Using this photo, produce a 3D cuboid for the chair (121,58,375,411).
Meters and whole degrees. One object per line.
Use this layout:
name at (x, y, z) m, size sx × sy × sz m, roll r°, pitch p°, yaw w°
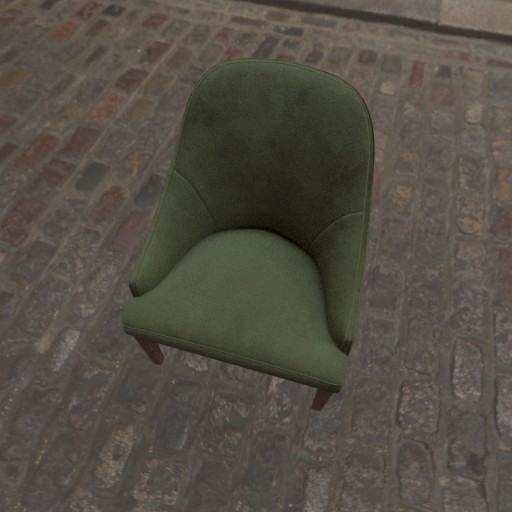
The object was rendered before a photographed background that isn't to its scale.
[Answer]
chair at (0.000, 0.000, 1.276) m, size 0.643 × 0.889 × 0.575 m, roll 14°, pitch 60°, yaw 8°
